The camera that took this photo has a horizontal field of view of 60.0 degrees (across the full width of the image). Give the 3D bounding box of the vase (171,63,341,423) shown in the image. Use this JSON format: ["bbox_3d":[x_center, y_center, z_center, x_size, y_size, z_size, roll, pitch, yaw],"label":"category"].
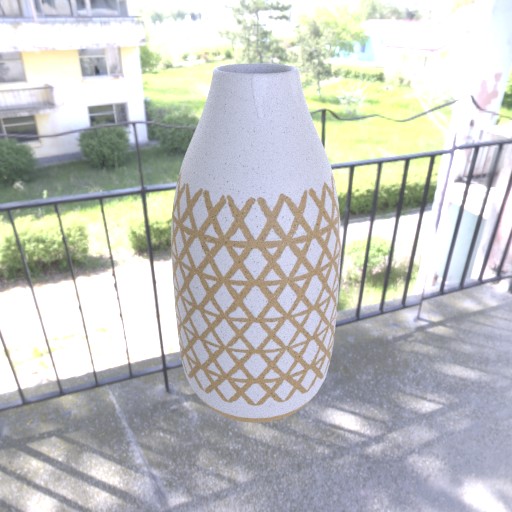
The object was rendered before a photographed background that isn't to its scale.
[{"bbox_3d":[0.000,0.000,0.484,0.186,0.380,0.186,0,30,0],"label":"vase"}]
